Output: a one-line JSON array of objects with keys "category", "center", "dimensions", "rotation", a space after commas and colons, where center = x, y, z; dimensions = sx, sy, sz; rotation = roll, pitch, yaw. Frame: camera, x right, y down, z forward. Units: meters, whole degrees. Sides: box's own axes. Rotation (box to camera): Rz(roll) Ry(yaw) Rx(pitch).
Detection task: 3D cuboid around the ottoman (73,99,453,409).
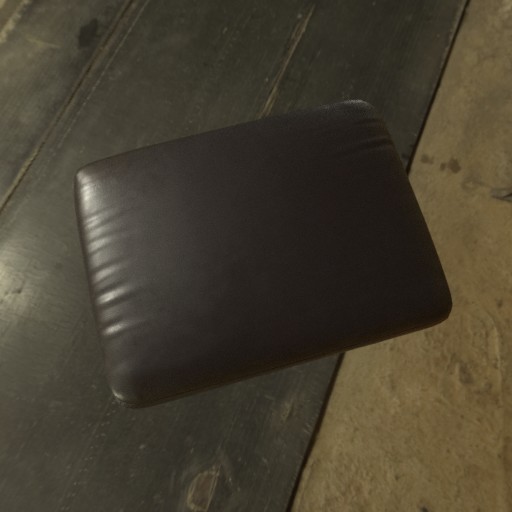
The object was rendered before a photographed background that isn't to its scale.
[{"category": "ottoman", "center": [0.000, 0.000, 1.113], "dimensions": [0.764, 0.402, 0.570], "rotation": [-15, 75, -4]}]
